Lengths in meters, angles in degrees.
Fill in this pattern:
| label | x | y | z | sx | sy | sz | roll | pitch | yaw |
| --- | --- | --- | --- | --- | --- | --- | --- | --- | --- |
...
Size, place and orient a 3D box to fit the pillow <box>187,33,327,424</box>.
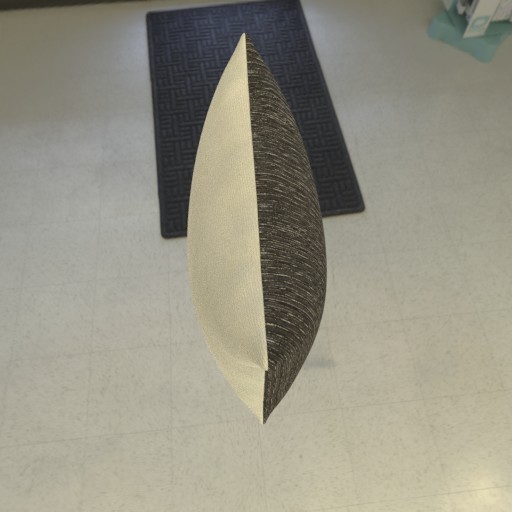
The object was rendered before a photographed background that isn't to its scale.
| label | x | y | z | sx | sy | sz | roll | pitch | yaw |
| --- | --- | --- | --- | --- | --- | --- | --- | --- | --- |
| pillow | 0.000 | 0.000 | 0.666 | 0.196 | 0.434 | 0.433 | -3 | 63 | -2 |
